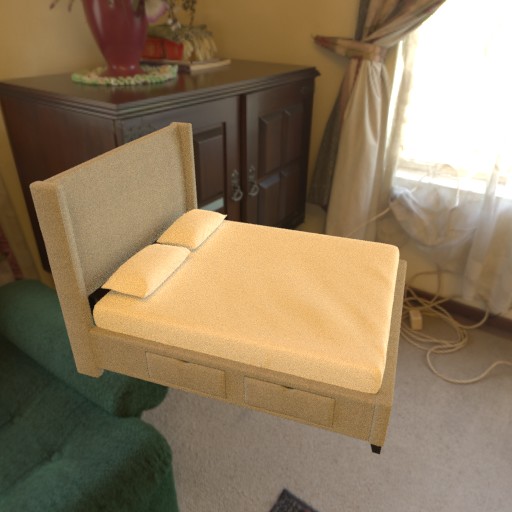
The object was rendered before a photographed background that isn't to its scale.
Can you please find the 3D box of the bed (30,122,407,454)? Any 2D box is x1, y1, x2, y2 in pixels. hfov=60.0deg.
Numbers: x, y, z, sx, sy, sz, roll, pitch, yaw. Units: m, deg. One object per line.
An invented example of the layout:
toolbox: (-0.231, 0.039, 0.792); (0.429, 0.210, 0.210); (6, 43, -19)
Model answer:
bed: (0.000, 0.000, 3.371); (2.222, 1.491, 1.774); (10, 30, 17)
